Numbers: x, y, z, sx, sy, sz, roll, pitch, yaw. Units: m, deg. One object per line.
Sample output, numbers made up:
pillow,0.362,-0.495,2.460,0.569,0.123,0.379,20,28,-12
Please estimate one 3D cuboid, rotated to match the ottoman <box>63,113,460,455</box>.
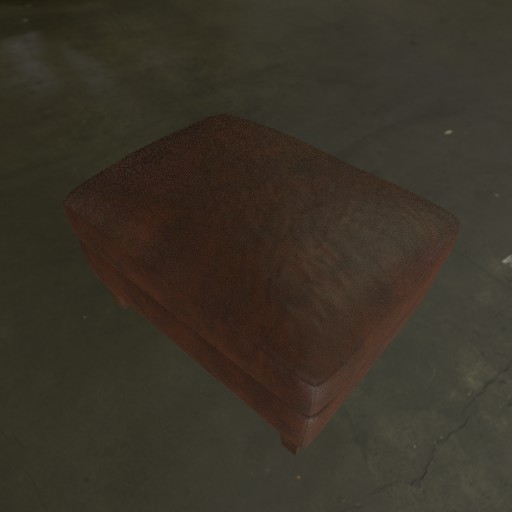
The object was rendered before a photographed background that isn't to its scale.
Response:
ottoman,0.000,0.000,1.278,0.887,0.527,0.659,32,54,27
